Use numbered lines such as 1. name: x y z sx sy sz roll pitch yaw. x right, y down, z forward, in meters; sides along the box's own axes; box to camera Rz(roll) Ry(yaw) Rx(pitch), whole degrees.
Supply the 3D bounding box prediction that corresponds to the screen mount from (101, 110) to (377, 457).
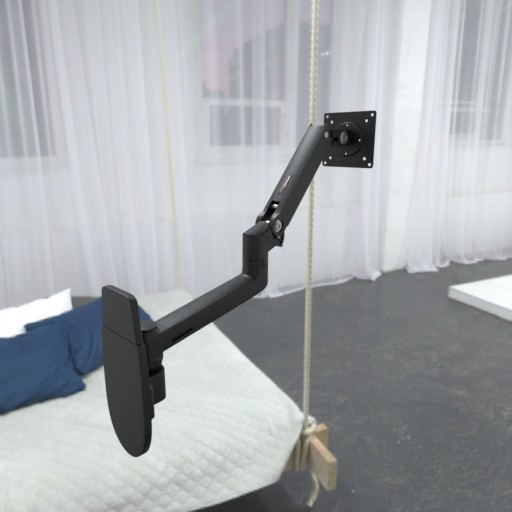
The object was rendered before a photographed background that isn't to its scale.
1. screen mount: 0.000 0.000 0.717 0.115 0.466 0.495 14 20 43
